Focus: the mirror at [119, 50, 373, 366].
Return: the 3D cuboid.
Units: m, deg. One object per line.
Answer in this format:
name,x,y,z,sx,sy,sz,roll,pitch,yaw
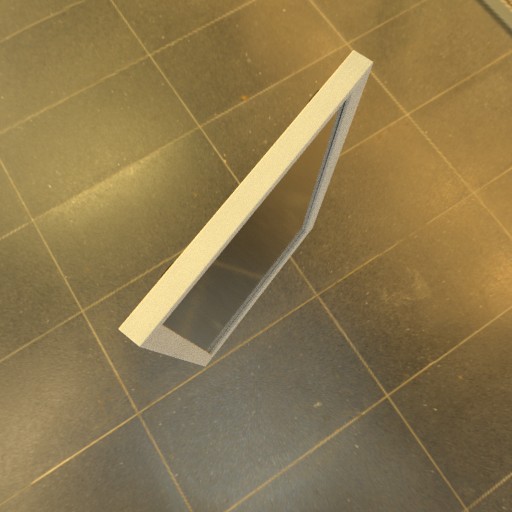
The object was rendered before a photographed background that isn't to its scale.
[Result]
mirror,0.000,0.000,0.928,0.040,0.710,0.507,36,77,10
